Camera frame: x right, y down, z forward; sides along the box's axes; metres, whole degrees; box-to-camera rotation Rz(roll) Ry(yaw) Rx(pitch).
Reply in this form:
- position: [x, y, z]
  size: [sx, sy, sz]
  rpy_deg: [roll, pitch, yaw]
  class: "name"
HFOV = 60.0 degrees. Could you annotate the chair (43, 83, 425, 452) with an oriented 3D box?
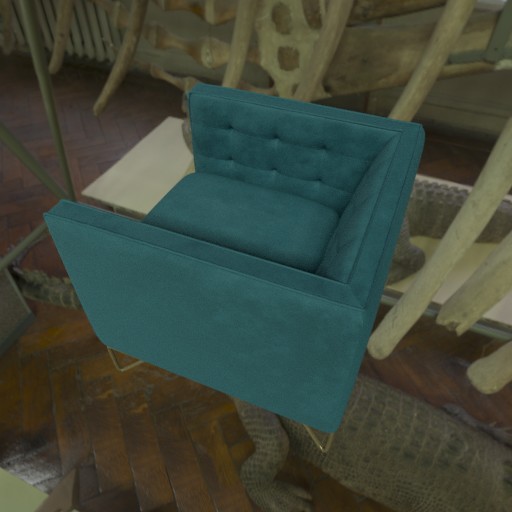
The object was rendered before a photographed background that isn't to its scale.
- position: [0.000, 0.000, 1.582]
  size: [0.894, 0.790, 0.880]
  rpy_deg: [17, 48, 16]
  class: "chair"
